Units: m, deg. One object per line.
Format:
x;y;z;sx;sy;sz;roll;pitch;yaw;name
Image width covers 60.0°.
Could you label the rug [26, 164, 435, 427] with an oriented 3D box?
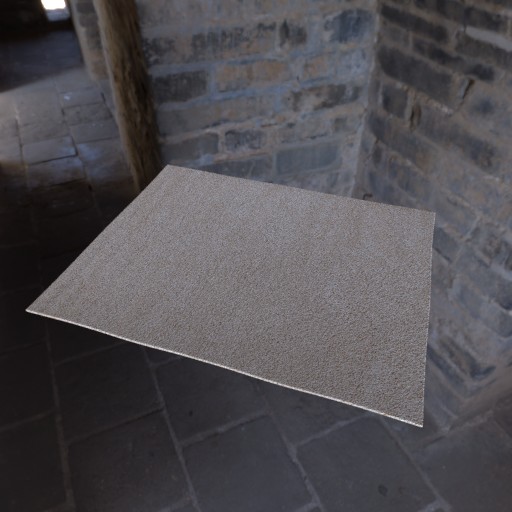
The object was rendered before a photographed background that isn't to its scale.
0.000;0.000;3.976;3.000;0.026;2.400;13;43;14;rug
